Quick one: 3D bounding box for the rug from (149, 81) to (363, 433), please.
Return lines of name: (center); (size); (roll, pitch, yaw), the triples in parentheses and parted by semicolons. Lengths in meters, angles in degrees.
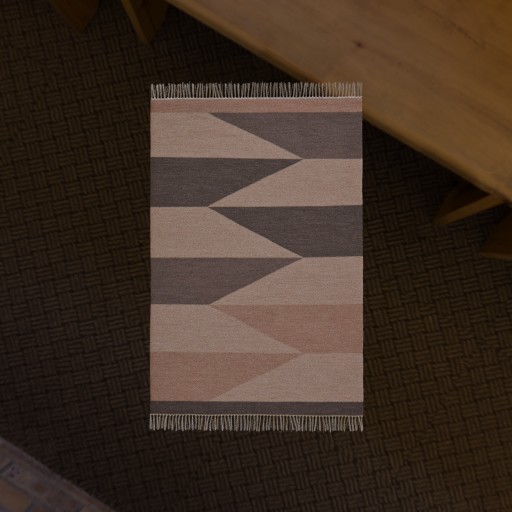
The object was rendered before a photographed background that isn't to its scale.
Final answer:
rug: (0.000, 0.000, 2.553); (1.224, 0.027, 2.021); (0, 89, 1)
